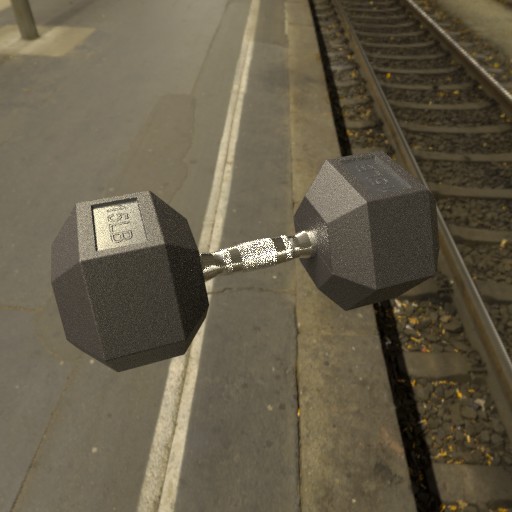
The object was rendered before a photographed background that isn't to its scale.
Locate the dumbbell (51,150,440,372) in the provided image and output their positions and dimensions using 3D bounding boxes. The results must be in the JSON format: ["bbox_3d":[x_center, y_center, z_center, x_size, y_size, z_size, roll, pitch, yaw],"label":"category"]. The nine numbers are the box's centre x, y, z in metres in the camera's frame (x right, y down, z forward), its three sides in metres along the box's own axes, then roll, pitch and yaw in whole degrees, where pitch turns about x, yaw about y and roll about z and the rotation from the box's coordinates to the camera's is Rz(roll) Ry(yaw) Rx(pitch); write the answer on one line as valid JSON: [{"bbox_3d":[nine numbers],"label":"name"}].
[{"bbox_3d":[0.000,0.000,0.332,0.271,0.106,0.122,-13,42,-14],"label":"dumbbell"}]
